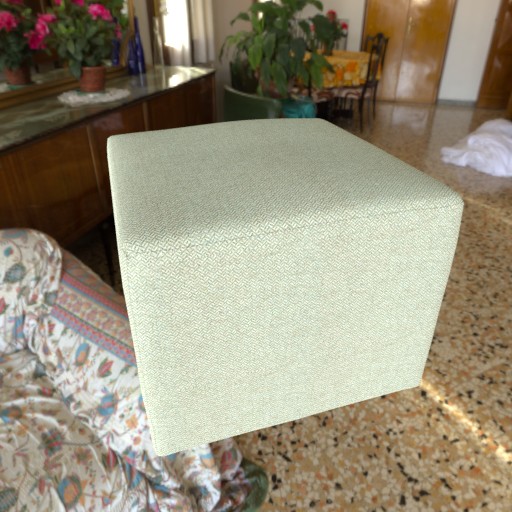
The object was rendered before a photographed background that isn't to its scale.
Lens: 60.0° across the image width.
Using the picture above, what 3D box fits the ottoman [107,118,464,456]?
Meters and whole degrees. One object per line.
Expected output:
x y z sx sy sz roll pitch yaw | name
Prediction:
0.000 0.000 0.892 0.512 0.453 0.521 -9 32 -15 | ottoman
